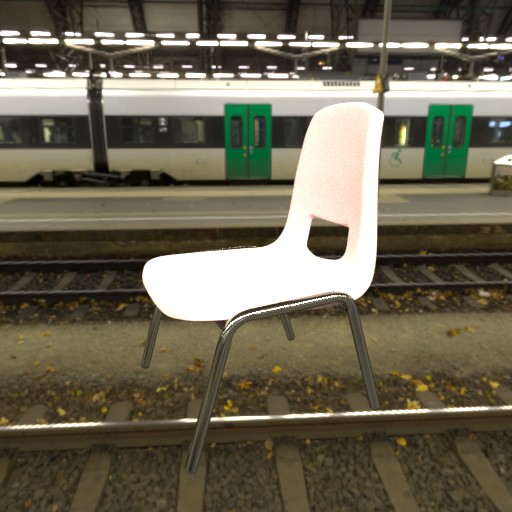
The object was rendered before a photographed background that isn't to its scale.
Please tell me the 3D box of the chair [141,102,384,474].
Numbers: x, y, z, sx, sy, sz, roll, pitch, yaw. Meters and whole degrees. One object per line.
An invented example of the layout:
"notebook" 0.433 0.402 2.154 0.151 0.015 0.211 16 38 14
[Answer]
"chair" 0.000 0.000 0.805 0.385 0.537 0.354 -7 17 -24
